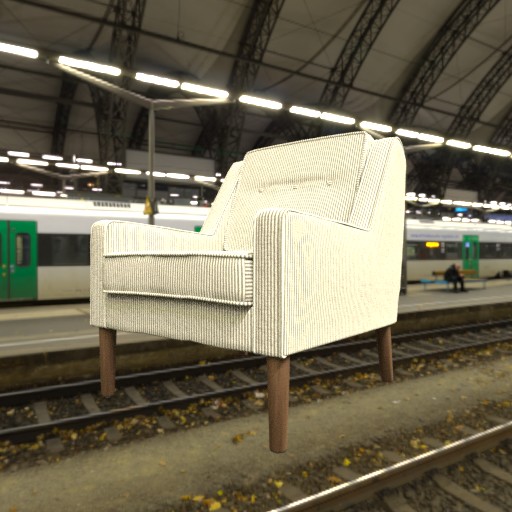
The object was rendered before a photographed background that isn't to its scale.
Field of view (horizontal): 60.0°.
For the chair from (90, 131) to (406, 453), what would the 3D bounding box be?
[{"bbox_3d":[0.000,0.000,1.325,0.663,0.792,0.743,0,0,37],"label":"chair"}]
